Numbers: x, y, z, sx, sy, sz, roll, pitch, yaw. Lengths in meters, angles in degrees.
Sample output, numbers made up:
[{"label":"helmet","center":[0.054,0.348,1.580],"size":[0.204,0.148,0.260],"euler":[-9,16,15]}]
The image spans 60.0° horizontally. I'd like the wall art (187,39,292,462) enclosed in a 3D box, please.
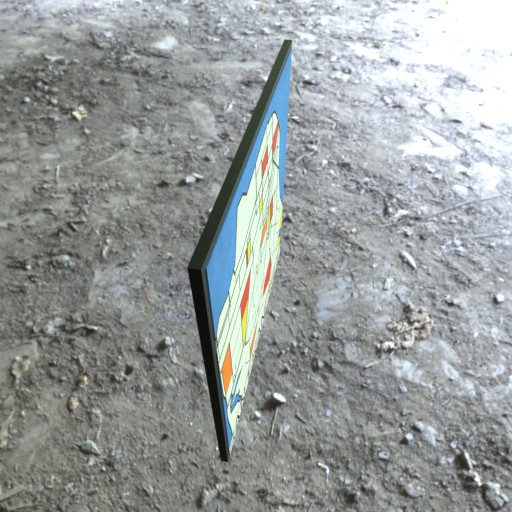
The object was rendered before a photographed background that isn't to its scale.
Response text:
[{"label":"wall art","center":[0.000,0.000,0.672],"size":[0.013,0.457,0.458],"euler":[9,48,8]}]
